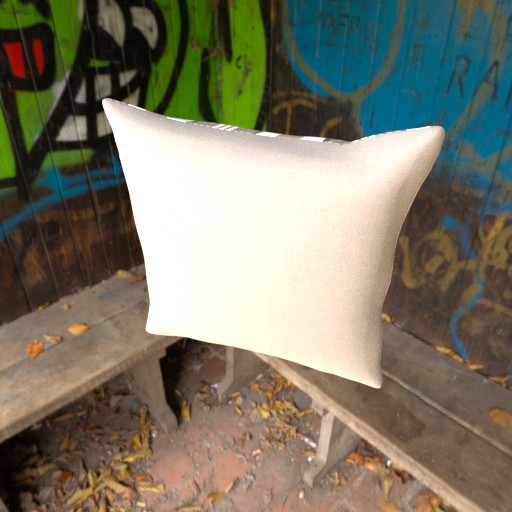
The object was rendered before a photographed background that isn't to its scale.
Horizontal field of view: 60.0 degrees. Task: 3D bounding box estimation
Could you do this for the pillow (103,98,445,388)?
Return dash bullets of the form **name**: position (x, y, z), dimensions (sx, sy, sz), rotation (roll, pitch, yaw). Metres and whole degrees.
- **pillow**: position (0.000, 0.000, 0.622), dimensions (0.416, 0.401, 0.173), rotation (10, 34, 15)
